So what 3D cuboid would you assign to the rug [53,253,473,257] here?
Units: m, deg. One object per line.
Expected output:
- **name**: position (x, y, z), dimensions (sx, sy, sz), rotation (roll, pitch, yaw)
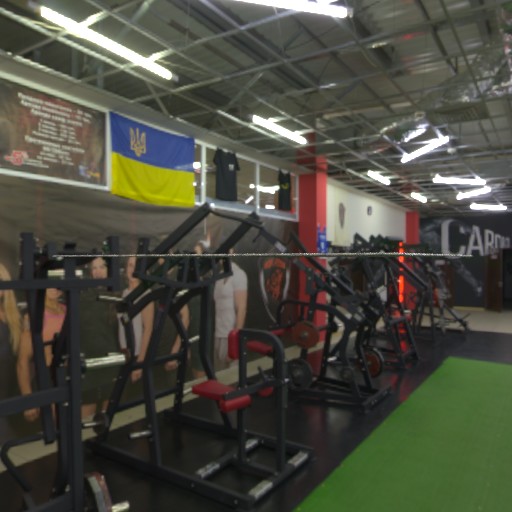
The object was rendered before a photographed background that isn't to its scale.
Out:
- **rug**: position (0.000, 0.000, 2.046), dimensions (1.652, 0.006, 1.035), rotation (0, 0, 36)
